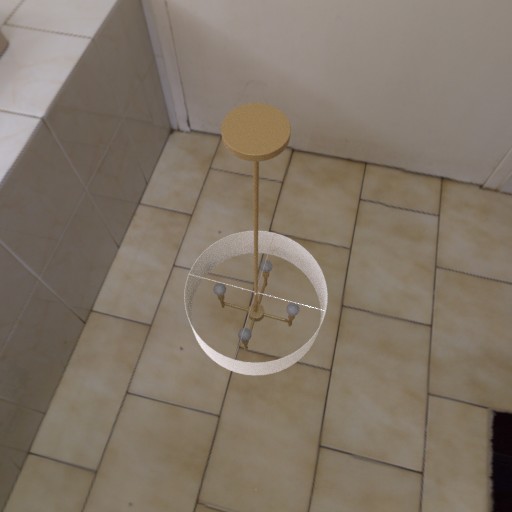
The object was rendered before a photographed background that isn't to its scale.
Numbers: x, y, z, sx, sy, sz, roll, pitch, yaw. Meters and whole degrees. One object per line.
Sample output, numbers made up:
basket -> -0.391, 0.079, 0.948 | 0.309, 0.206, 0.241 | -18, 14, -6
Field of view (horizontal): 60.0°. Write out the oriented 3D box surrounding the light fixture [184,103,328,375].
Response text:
light fixture -> 0.000, 0.000, 1.333 | 0.508, 1.067, 0.508 | 0, 62, 0
